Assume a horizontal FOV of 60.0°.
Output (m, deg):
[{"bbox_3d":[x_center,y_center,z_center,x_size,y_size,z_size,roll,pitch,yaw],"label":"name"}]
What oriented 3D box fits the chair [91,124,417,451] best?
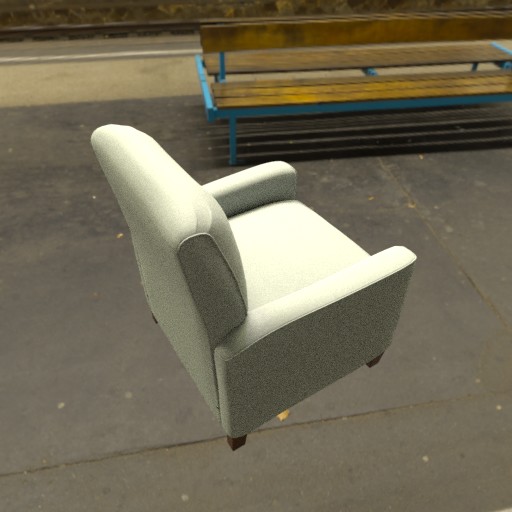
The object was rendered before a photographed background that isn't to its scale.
[{"bbox_3d":[0.000,0.000,1.658,0.846,1.007,0.853,-22,45,-24],"label":"chair"}]
